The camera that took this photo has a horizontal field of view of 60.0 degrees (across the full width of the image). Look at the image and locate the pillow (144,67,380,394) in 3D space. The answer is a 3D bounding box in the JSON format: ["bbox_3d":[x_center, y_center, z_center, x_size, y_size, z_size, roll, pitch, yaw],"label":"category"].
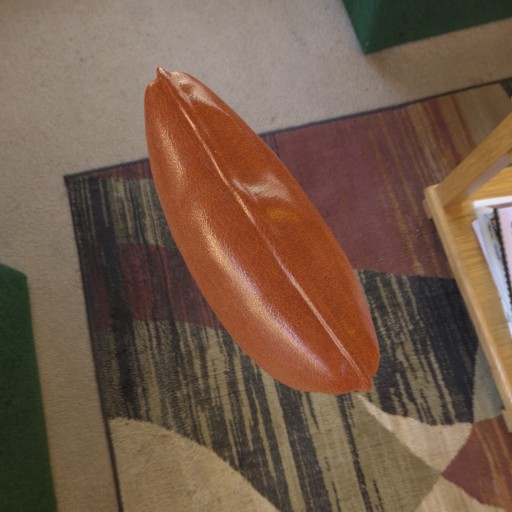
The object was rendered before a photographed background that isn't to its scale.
[{"bbox_3d":[0.000,0.000,0.809,0.236,0.523,0.532,-31,77,-8],"label":"pillow"}]
